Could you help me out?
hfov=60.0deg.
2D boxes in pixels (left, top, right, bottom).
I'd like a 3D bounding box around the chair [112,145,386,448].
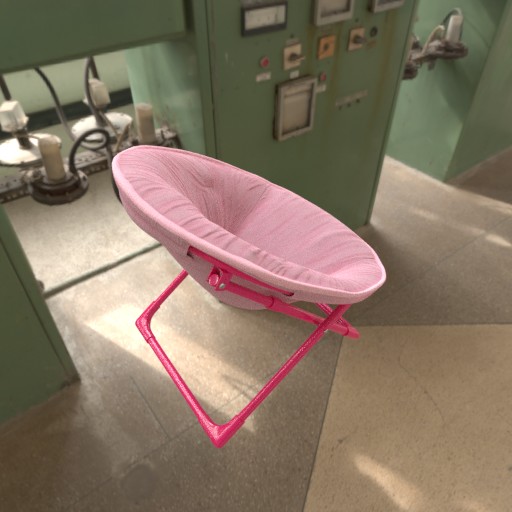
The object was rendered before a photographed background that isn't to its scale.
[{"bbox_3d":[0.000,0.000,0.892,0.459,0.494,0.522,-26,48,-26],"label":"chair"}]
